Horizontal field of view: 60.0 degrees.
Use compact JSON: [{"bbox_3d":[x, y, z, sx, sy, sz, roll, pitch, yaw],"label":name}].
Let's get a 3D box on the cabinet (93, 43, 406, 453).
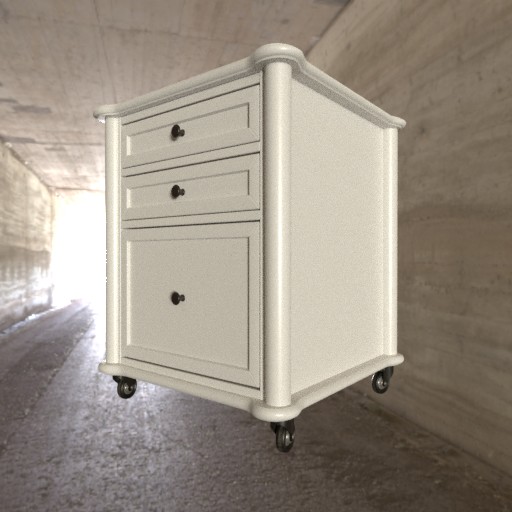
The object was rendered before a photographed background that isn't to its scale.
[{"bbox_3d":[0.000,0.000,1.199,0.628,0.761,0.627,0,0,38],"label":"cabinet"}]
